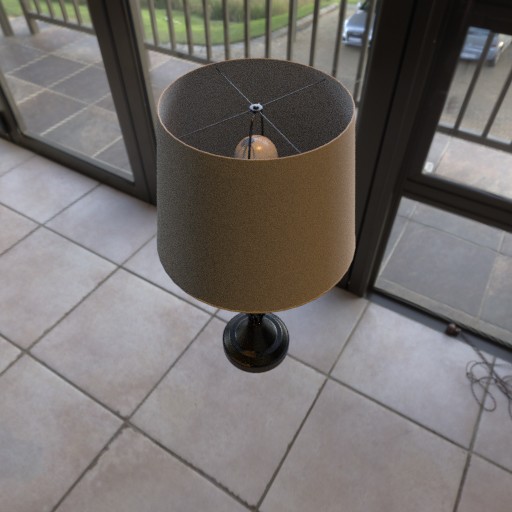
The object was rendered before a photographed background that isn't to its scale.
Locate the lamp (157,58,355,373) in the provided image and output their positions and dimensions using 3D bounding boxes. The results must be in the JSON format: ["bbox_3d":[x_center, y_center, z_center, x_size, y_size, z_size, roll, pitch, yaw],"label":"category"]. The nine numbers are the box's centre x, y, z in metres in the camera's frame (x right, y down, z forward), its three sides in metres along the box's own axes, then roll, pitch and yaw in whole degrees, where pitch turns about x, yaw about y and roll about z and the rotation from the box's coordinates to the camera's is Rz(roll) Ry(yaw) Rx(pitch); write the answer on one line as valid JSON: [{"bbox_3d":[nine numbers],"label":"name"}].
[{"bbox_3d":[0.000,0.000,0.790,0.331,0.594,0.331,0,48,0],"label":"lamp"}]
